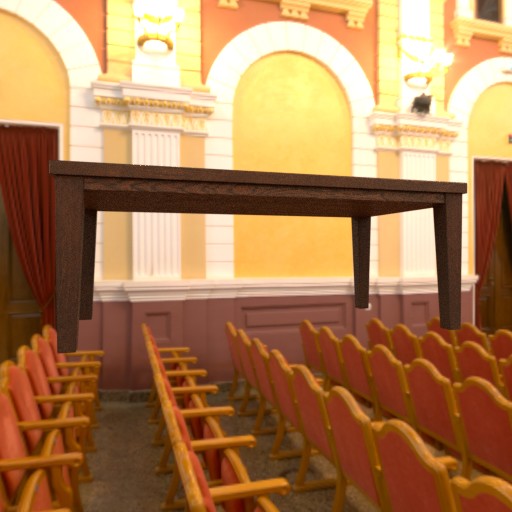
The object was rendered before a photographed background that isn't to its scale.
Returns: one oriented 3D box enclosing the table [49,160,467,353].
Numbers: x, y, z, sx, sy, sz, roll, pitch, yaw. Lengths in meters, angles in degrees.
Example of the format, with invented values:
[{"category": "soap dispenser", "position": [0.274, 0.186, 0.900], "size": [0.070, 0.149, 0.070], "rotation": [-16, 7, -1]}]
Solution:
[{"category": "table", "position": [0.000, 0.000, 2.496], "size": [1.981, 0.762, 1.016], "rotation": [0, 0, -17]}]
